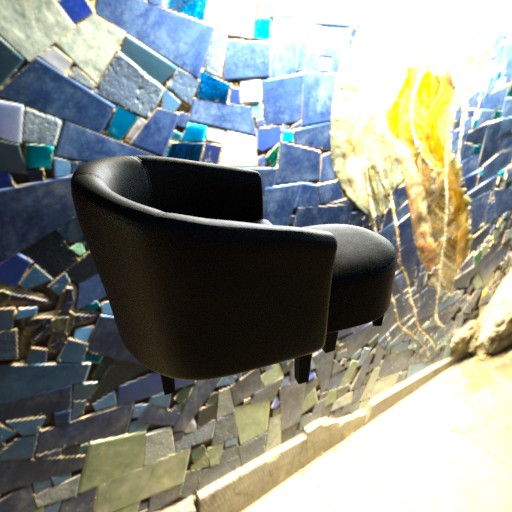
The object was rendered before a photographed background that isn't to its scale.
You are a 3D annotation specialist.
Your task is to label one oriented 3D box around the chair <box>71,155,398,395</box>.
[{"bbox_3d":[0.000,0.000,1.659,1.176,0.755,0.737,-10,30,-18],"label":"chair"}]
